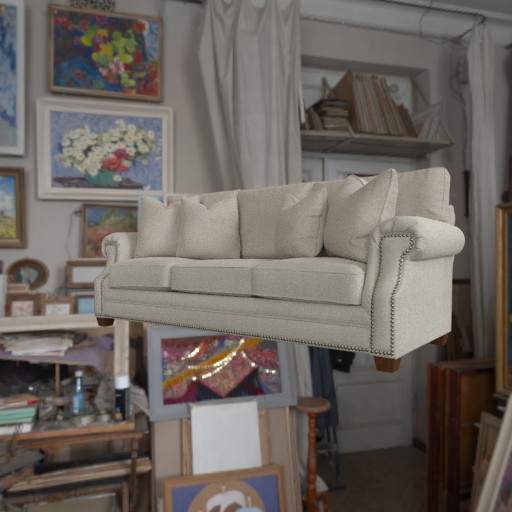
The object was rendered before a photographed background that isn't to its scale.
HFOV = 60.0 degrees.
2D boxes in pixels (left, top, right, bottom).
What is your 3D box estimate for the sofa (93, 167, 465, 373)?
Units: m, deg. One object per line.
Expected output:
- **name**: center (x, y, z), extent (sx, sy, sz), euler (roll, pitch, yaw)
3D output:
- **sofa**: center (0.000, 0.000, 2.816), extent (2.312, 0.975, 0.965), euler (0, 0, 37)
